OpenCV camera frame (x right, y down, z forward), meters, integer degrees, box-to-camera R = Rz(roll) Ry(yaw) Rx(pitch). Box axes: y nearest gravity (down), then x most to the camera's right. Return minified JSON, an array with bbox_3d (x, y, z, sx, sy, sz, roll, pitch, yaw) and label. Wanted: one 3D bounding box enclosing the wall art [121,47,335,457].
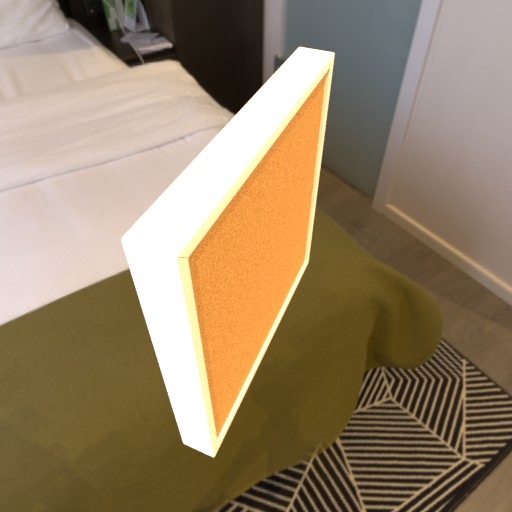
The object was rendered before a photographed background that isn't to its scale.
[{"bbox_3d":[0.000,0.000,0.455,0.038,0.305,0.305,17,49,16],"label":"wall art"}]
